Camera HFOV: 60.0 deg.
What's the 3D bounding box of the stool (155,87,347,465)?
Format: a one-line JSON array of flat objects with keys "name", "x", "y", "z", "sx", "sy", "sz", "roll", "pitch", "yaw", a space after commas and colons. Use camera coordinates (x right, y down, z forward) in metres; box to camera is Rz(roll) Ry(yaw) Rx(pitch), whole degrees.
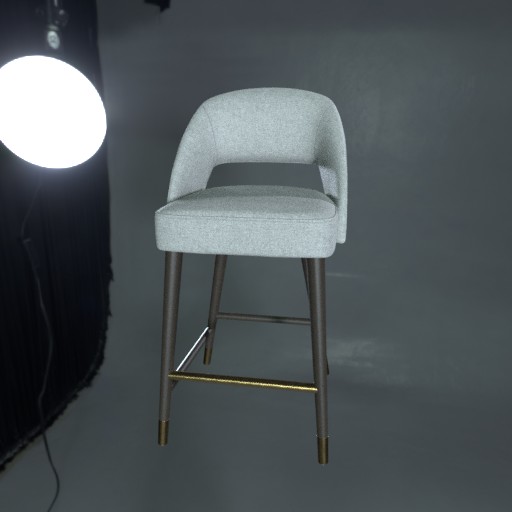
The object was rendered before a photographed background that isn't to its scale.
[{"name": "stool", "x": 0.000, "y": 0.000, "z": 1.264, "sx": 0.494, "sy": 0.940, "sz": 0.509, "roll": 3, "pitch": 16, "yaw": 9}]
